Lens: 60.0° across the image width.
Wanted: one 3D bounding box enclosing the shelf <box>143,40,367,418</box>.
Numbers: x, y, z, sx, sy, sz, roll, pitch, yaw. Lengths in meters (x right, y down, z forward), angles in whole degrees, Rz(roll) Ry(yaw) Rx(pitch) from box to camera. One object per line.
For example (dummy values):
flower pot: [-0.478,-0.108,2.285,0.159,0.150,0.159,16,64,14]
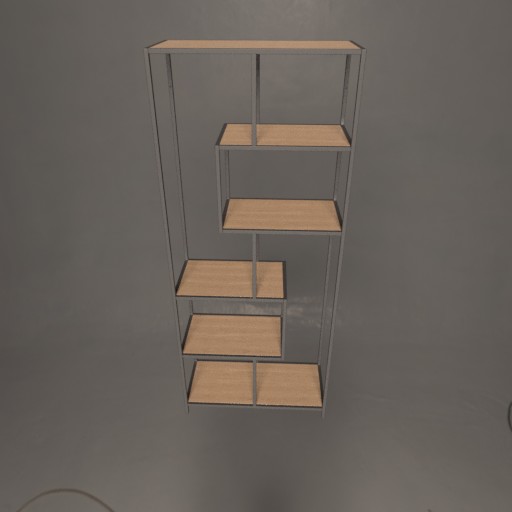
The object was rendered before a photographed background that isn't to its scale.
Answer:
shelf: [0.000,0.000,2.137,0.770,1.850,0.350,1,30,2]
